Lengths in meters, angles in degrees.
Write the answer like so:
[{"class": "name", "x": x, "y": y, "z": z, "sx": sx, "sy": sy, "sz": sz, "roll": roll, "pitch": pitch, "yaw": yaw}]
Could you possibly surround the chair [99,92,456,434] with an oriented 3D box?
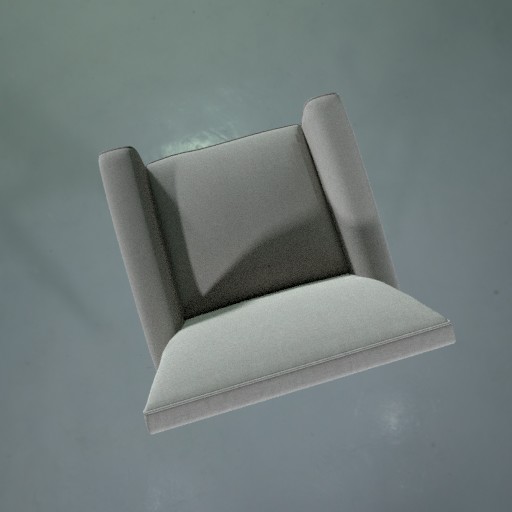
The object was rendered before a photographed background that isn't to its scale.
[{"class": "chair", "x": 0.000, "y": 0.000, "z": 1.540, "sx": 0.840, "sy": 0.846, "sz": 0.871, "roll": -16, "pitch": 77, "yaw": -4}]
